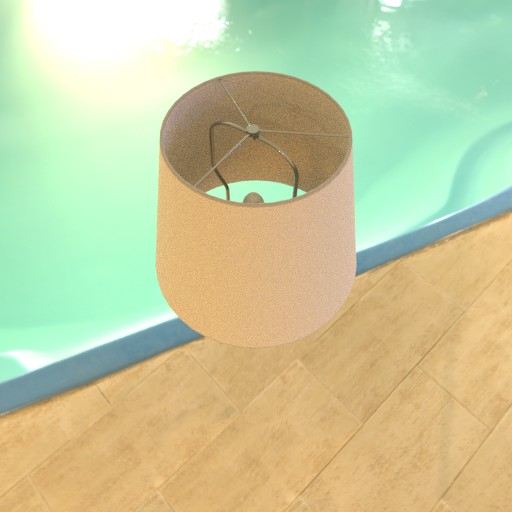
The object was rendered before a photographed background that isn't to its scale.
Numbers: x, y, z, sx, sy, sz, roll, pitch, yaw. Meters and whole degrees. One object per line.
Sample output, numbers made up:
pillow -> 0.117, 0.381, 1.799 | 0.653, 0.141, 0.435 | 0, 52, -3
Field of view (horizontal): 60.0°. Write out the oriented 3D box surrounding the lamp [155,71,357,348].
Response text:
lamp -> 0.000, 0.000, 0.796 | 0.355, 0.582, 0.355 | 0, 58, 0
